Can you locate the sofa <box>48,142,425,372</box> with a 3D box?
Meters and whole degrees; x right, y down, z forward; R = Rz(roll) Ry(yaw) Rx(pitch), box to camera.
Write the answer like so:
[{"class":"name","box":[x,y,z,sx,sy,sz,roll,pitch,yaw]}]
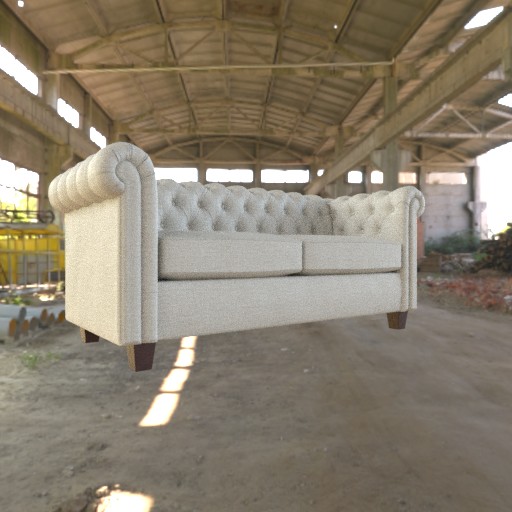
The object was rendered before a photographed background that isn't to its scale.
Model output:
[{"class":"sofa","box":[0.000,0.000,2.249,1.798,0.797,0.783,0,0,-36]}]
